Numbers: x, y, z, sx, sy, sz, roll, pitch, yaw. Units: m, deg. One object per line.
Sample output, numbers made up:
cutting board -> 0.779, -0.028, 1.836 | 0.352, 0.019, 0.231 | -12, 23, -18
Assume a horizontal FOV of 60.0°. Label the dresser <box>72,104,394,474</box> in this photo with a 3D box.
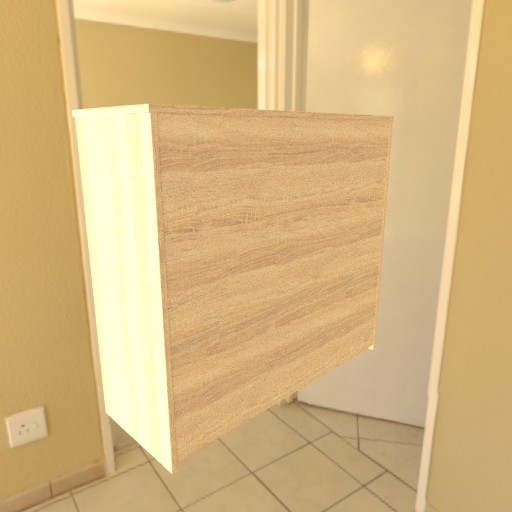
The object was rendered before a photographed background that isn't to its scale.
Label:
dresser -> 0.000, 0.000, 1.471 | 0.980, 0.900, 0.380 | -15, 21, -42
